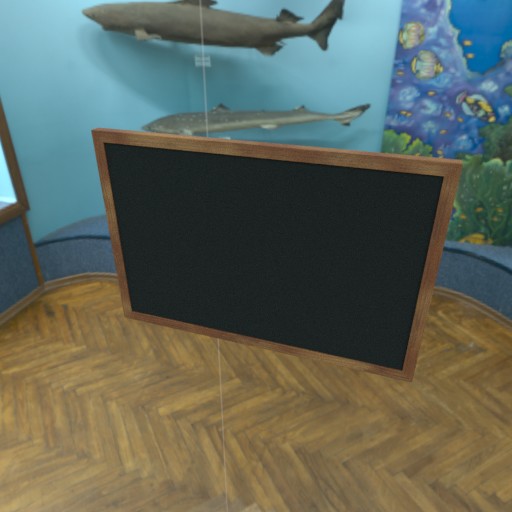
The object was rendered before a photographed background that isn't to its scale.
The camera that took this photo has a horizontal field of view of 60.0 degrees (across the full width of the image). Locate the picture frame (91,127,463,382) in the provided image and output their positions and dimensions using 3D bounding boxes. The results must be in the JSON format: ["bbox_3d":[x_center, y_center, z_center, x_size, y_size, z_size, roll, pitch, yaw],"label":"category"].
[{"bbox_3d":[0.000,0.000,1.255,0.950,0.640,0.029,9,30,16],"label":"picture frame"}]
